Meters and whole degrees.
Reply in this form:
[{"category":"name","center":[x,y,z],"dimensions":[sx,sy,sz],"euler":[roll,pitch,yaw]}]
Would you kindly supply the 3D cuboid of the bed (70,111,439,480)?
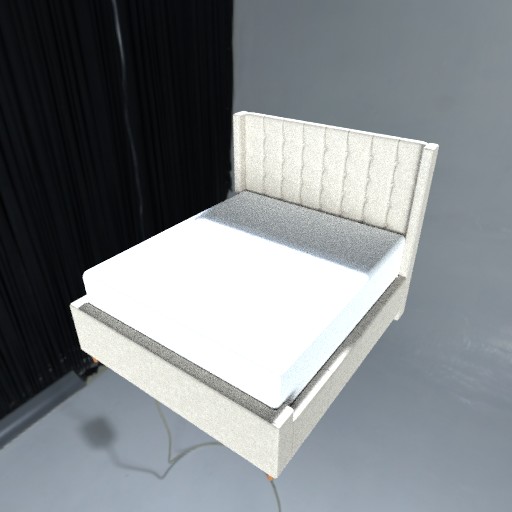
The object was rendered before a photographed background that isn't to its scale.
[{"category":"bed","center":[0.000,0.000,3.782],"dimensions":[2.045,1.743,2.370],"euler":[20,36,30]}]
